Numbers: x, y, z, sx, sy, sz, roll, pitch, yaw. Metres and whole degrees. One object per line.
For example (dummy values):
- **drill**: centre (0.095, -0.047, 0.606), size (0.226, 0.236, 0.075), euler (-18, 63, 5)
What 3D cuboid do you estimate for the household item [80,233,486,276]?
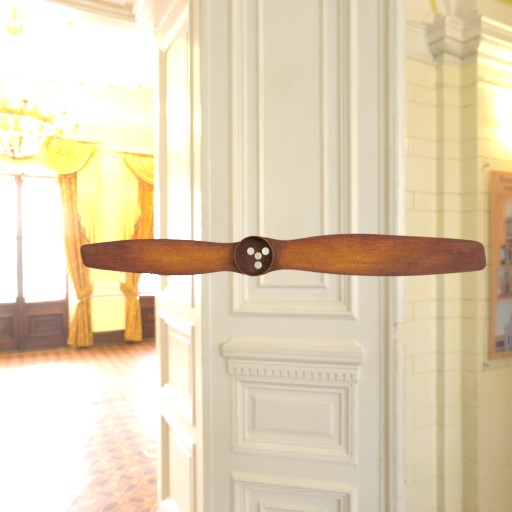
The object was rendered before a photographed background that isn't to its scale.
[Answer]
- **household item**: centre (0.000, 0.000, 1.262), size (1.181, 0.121, 0.051), euler (0, 1, 17)
